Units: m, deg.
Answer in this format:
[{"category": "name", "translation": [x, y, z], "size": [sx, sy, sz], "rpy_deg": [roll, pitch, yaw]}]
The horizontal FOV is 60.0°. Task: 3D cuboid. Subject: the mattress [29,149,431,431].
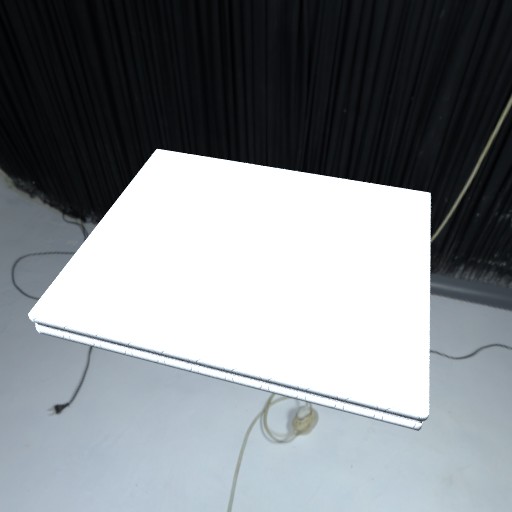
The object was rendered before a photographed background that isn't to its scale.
[{"category": "mattress", "translation": [0.000, 0.000, 2.687], "size": [2.000, 0.200, 1.600], "rpy_deg": [11, 47, 11]}]
